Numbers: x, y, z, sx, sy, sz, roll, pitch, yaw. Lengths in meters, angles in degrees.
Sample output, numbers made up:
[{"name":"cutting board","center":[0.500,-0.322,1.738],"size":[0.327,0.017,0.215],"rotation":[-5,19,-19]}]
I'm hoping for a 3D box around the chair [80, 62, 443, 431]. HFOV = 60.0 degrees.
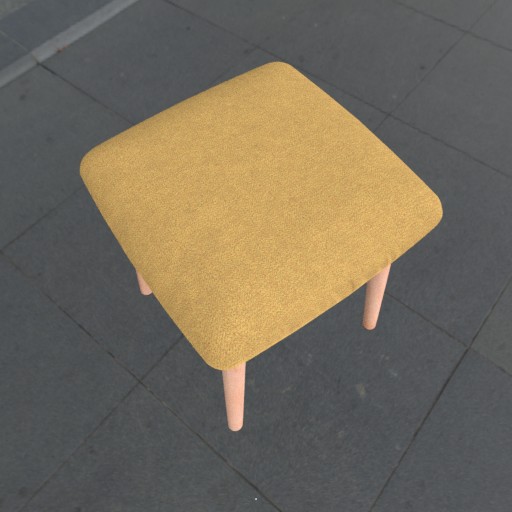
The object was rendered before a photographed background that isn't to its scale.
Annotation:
[{"name":"chair","center":[0.000,0.000,0.703],"size":[0.350,0.440,0.350],"rotation":[-32,66,-16]}]
